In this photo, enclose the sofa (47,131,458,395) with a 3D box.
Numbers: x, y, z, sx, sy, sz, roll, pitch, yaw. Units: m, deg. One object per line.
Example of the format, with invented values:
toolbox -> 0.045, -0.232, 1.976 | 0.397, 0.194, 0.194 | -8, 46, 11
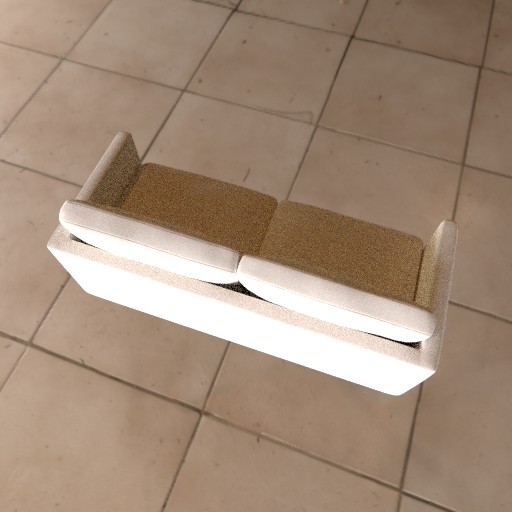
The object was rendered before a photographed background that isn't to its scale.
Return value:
sofa -> 0.000, 0.000, 2.678 | 2.139, 0.933, 0.924 | 17, 64, 9
